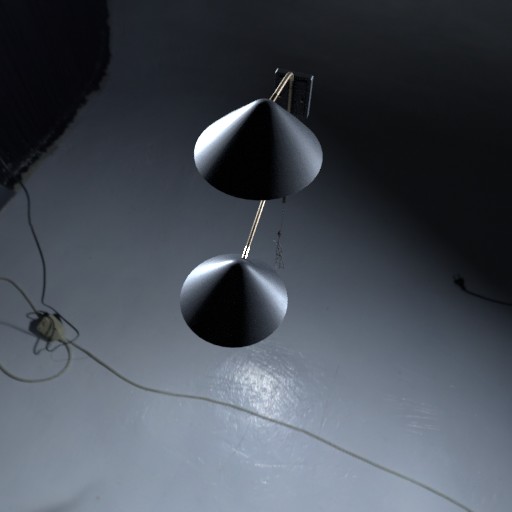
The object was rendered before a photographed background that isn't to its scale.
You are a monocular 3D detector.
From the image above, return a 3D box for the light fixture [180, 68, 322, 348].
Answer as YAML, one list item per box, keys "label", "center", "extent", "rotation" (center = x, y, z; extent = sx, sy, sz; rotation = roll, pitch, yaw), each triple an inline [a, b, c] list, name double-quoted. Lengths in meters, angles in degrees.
- label: "light fixture"
  center: [0.000, 0.000, 0.869]
  extent: [0.189, 0.665, 0.422]
  rotation: [16, 59, 10]
